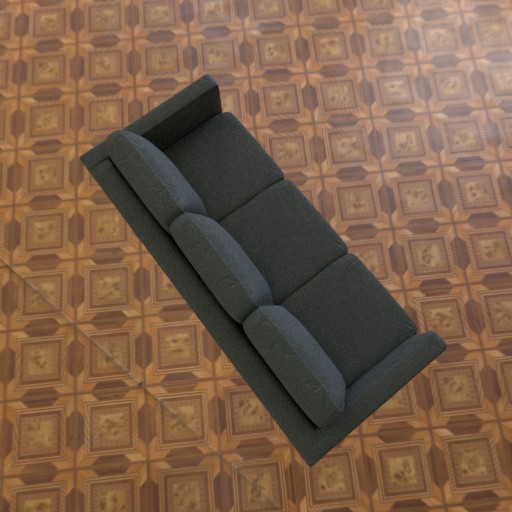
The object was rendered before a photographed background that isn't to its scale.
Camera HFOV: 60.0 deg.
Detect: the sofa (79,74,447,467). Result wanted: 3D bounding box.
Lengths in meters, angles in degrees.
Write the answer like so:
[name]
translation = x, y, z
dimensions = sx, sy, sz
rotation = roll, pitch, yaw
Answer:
[sofa]
translation = 0.000, 0.000, 2.554
dimensions = 0.935, 0.945, 2.013
rotation = -37, 78, -9
